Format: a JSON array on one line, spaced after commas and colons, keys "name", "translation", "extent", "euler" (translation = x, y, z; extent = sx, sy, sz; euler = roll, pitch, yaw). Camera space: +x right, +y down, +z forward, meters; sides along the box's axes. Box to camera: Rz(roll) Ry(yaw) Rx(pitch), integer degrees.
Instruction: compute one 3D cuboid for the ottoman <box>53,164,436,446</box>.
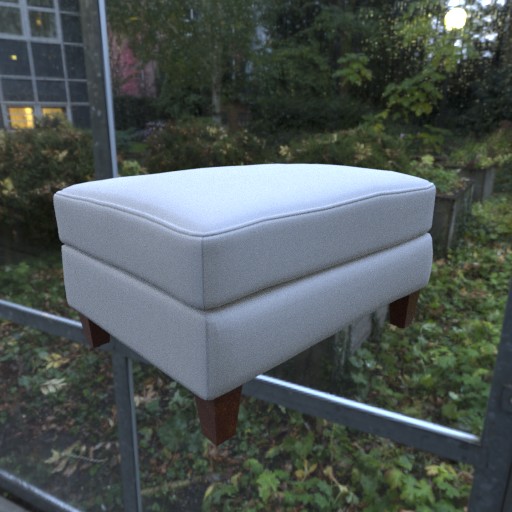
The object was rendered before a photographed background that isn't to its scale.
[{"name": "ottoman", "translation": [0.000, 0.000, 1.188], "extent": [0.818, 0.479, 0.634], "euler": [-16, 23, -42]}]
